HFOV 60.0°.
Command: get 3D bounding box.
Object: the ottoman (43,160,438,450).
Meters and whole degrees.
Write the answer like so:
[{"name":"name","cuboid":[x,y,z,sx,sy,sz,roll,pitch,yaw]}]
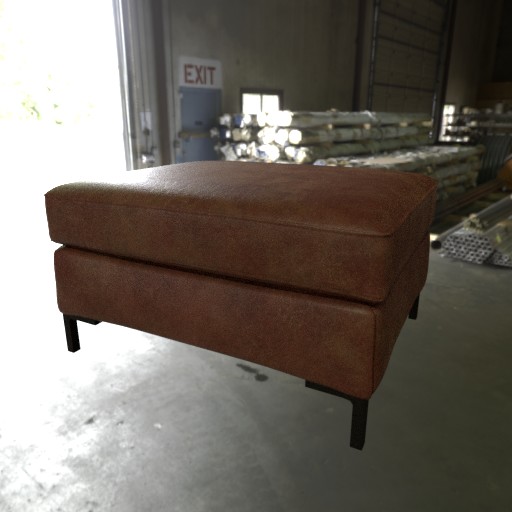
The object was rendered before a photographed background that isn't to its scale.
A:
[{"name":"ottoman","cuboid":[0.000,0.000,1.732,1.186,0.667,0.965,9,20,26]}]
